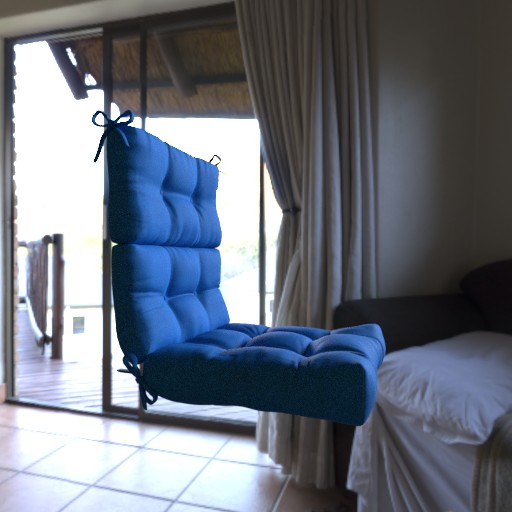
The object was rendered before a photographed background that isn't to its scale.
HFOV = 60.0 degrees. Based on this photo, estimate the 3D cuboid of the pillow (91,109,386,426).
[{"bbox_3d":[0.000,0.000,1.045,0.571,0.605,0.519,0,0,19],"label":"pillow"}]
